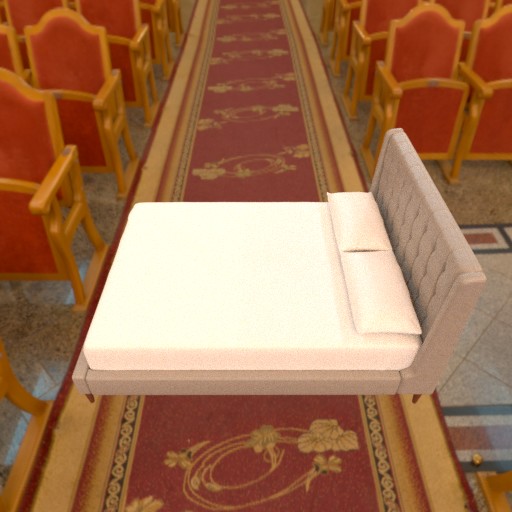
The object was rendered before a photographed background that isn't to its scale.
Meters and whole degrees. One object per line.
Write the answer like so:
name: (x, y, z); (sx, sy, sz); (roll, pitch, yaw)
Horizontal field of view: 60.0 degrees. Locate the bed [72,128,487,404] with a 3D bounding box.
bed: (0.000, 0.000, 3.109); (2.232, 1.147, 1.656); (0, 41, 0)
